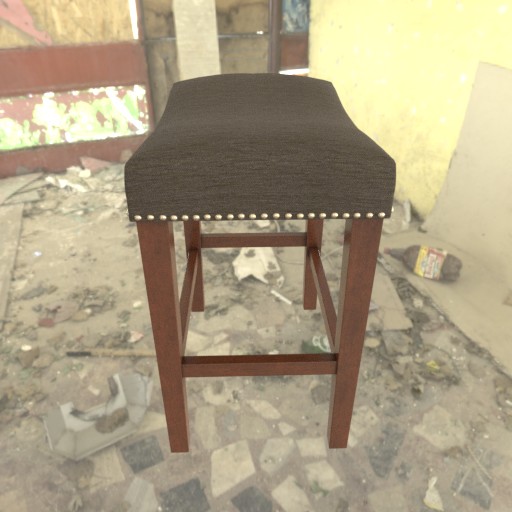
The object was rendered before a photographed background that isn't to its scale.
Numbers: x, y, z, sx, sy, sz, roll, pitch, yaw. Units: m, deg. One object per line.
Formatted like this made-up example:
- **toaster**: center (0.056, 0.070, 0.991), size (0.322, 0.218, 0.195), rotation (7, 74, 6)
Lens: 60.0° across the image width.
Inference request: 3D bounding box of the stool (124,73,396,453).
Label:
- **stool**: center (0.000, 0.000, 0.941), size (0.372, 0.654, 0.504), rotation (-1, 33, -1)
